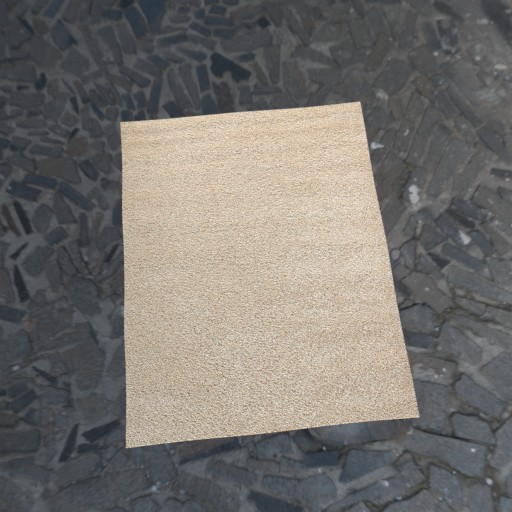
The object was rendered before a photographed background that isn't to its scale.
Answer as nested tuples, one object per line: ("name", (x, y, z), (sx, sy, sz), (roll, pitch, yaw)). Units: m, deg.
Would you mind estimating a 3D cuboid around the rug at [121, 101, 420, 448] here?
("rug", (0.000, 0.000, 4.018), (2.400, 0.026, 3.000), (-5, 74, -2))
